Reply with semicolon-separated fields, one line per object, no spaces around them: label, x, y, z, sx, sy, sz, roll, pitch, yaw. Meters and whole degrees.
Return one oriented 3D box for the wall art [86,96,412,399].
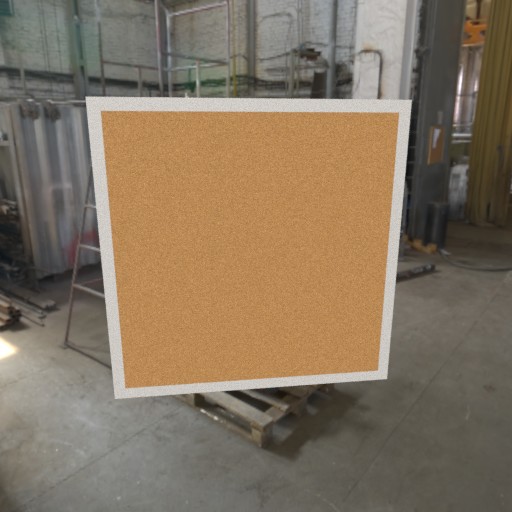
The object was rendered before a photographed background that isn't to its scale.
wall art;0.000;0.000;0.832;0.558;0.559;0.009;-2;16;-7
